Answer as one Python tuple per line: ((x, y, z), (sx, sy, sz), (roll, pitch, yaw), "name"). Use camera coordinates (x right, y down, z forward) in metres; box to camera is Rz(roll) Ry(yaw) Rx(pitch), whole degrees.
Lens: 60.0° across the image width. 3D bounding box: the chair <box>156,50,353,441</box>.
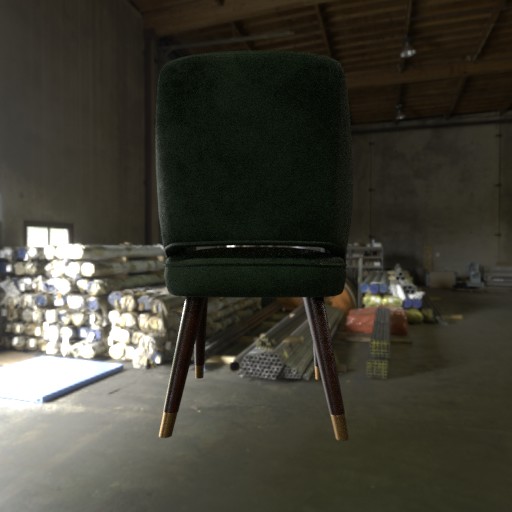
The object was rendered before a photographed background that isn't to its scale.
((0.000, 0.000, 1.543), (0.683, 1.081, 0.794), (0, 1, 2), "chair")
